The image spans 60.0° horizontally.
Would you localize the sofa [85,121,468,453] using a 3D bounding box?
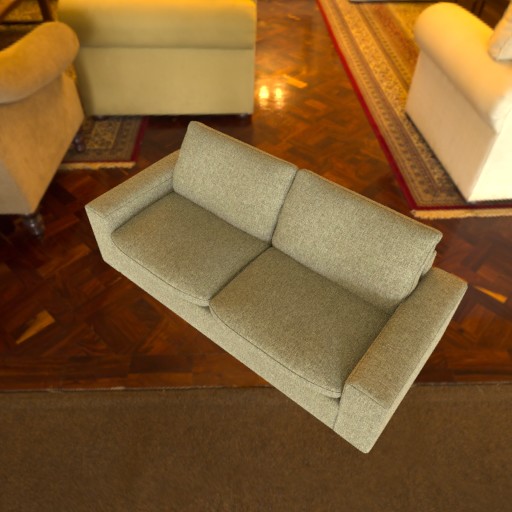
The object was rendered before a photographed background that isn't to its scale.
[{"bbox_3d":[0.000,0.000,2.833,2.299,0.922,1.040,31,53,26],"label":"sofa"}]
